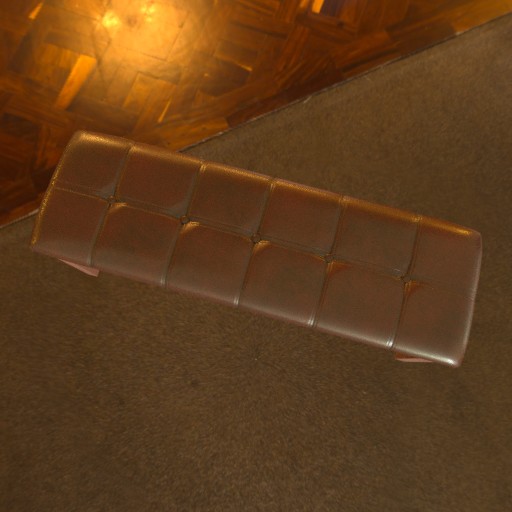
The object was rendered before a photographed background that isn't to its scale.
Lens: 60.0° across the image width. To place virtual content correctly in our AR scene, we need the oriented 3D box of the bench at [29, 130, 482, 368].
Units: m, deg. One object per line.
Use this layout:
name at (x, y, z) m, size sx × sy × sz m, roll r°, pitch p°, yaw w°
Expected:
bench at (0.000, 0.000, 1.458) m, size 1.259 × 0.491 × 0.401 m, roll 15°, pitch 77°, yaw 3°
